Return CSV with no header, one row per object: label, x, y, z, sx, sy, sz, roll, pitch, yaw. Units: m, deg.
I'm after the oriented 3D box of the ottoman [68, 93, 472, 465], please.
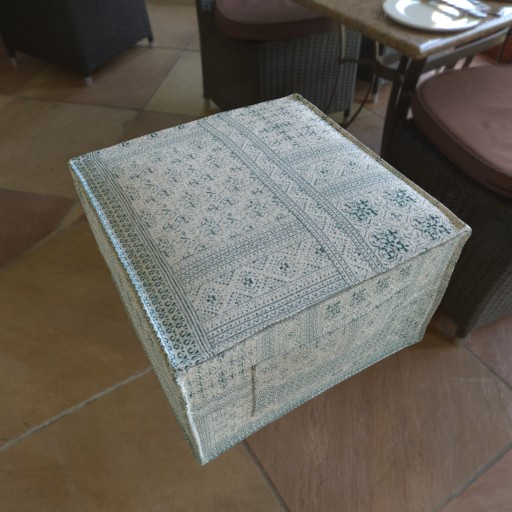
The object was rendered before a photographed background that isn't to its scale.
ottoman,0.000,0.000,1.035,0.617,0.439,0.626,-23,52,-20
